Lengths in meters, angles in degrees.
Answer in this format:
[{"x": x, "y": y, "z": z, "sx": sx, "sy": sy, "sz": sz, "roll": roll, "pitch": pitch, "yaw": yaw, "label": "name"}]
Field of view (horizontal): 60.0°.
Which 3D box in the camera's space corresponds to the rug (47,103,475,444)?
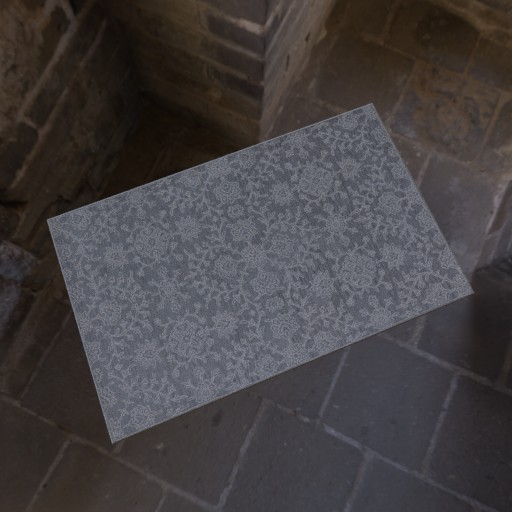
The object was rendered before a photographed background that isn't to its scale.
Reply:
[{"x": 0.000, "y": 0.000, "z": 2.922, "sx": 2.430, "sy": 0.010, "sz": 1.515, "roll": -21, "pitch": 76, "yaw": -6, "label": "rug"}]
